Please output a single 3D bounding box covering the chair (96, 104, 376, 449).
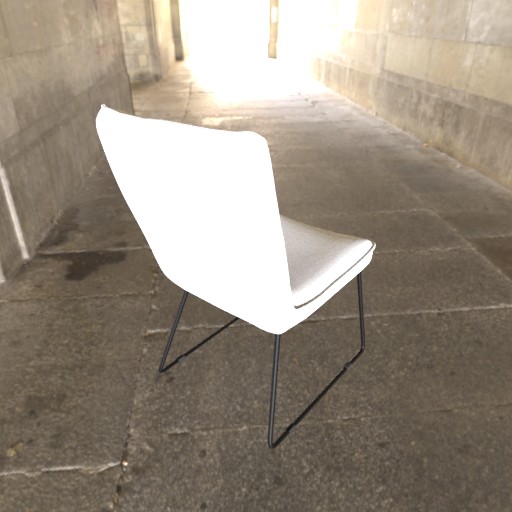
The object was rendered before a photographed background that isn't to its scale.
[{"bbox_3d":[0.000,0.000,1.363,0.515,0.930,0.688,21,35,34],"label":"chair"}]
